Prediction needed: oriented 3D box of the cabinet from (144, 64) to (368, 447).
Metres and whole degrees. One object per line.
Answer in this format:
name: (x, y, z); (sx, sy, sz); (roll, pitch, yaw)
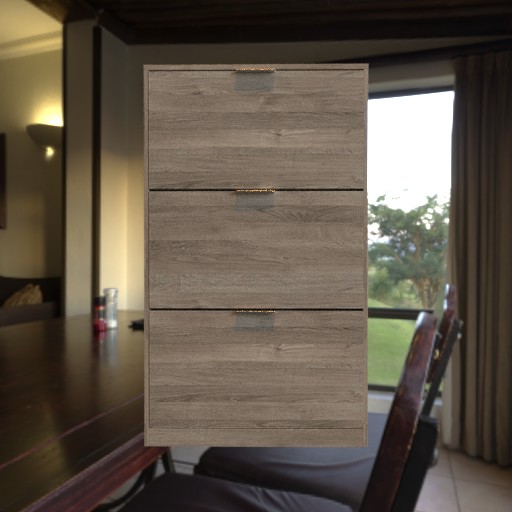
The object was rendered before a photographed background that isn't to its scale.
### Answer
cabinet: (0.000, 0.000, 1.594); (0.750, 1.280, 0.250); (0, 1, 1)
